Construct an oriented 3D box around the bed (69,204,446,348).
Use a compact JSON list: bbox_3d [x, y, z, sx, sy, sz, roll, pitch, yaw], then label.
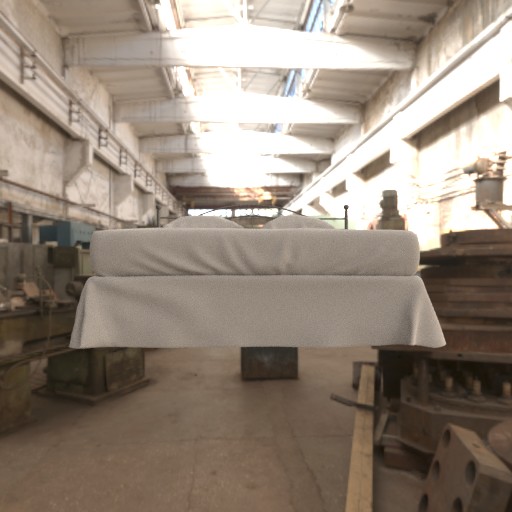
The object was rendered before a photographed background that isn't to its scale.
[{"bbox_3d":[0.000,0.000,3.601,2.309,1.080,2.220,0,0,-1],"label":"bed"}]
